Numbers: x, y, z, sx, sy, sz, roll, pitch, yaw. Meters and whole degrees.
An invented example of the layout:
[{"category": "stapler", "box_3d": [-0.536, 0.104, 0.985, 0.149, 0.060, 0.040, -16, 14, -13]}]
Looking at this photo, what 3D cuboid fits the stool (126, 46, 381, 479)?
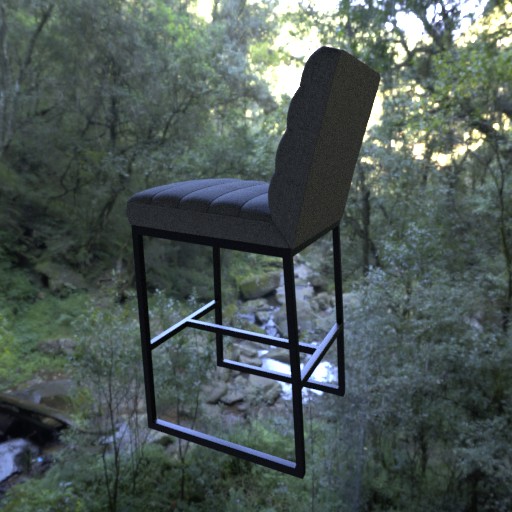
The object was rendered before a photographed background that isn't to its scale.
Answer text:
[{"category": "stool", "box_3d": [0.000, 0.000, 1.296, 0.571, 1.034, 0.459, 7, 16, 24]}]
